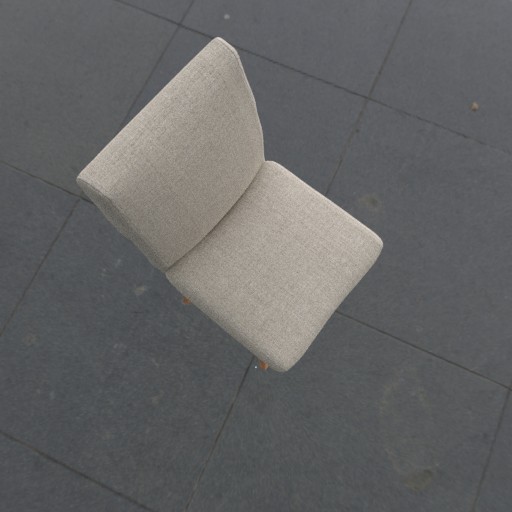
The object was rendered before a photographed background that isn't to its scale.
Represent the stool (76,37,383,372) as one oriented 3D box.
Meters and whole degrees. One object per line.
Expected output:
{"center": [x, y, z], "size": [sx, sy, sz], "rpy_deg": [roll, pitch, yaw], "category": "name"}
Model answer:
{"center": [0.000, 0.000, 1.356], "size": [0.569, 1.106, 0.483], "rpy_deg": [39, 79, 9], "category": "stool"}
